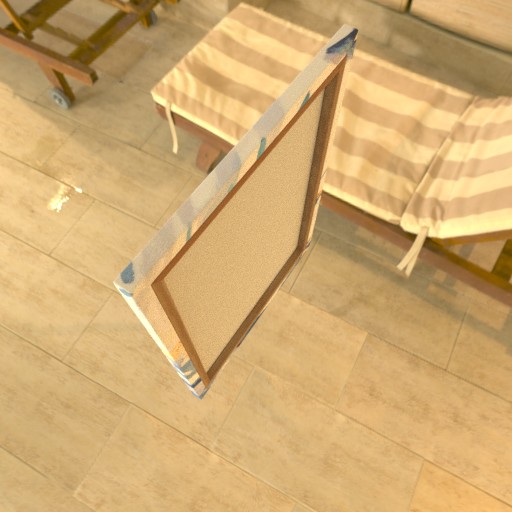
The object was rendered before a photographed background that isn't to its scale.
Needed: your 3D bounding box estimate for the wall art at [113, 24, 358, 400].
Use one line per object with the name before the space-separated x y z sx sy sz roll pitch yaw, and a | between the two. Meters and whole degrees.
wall art | 0.000 0.000 1.293 0.038 1.015 0.761 31 67 15
